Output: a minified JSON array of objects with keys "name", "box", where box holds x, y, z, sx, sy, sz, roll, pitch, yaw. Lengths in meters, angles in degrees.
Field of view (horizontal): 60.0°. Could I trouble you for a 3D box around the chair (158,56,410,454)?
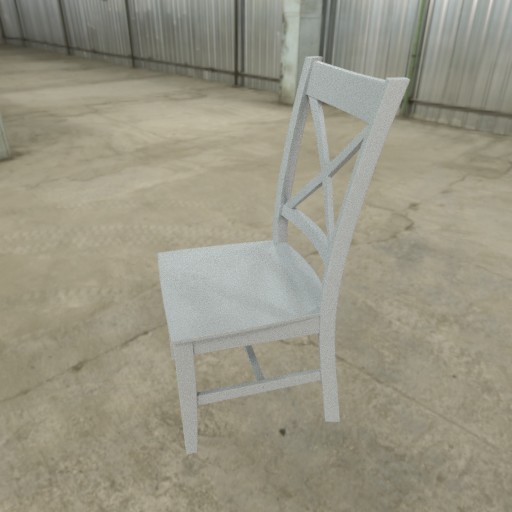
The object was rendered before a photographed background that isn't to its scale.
[{"name":"chair","box":[0.000,0.000,1.255,0.542,0.983,0.485,-8,30,-13]}]
